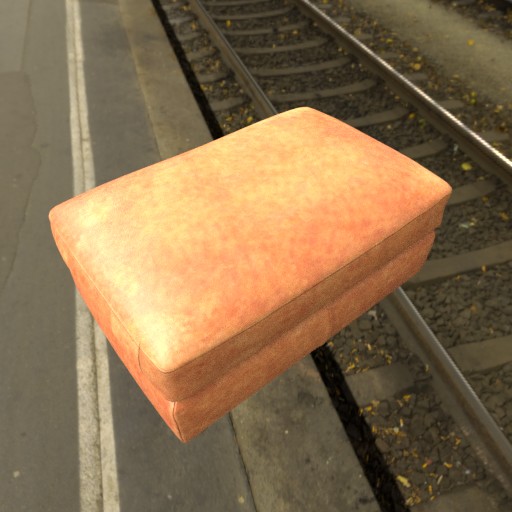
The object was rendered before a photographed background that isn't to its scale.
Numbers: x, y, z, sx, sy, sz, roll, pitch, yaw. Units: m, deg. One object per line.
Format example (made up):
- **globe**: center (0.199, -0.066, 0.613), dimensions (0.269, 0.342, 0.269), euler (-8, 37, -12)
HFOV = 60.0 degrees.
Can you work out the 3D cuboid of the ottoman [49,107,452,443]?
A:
- **ottoman**: center (0.000, 0.000, 1.183), dimensions (0.852, 0.507, 0.565), euler (-30, 52, -26)
